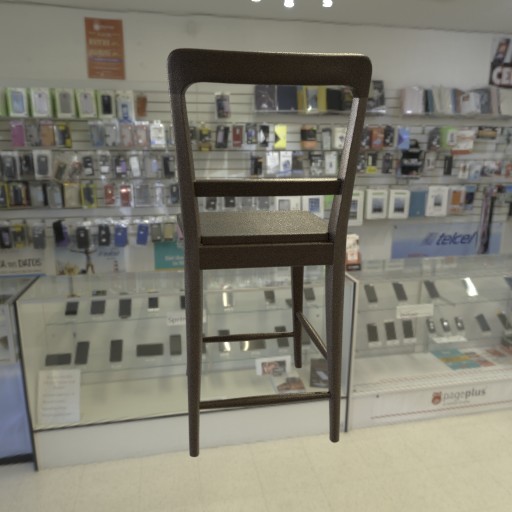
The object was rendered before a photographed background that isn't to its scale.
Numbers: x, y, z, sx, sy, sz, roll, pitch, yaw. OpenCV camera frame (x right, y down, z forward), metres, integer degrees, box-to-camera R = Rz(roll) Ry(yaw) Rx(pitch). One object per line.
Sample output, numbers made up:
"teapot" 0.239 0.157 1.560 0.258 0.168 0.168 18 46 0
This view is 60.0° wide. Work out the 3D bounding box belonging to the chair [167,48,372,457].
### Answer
"chair" 0.000 0.000 1.270 0.450 0.991 0.546 -2 13 -9
